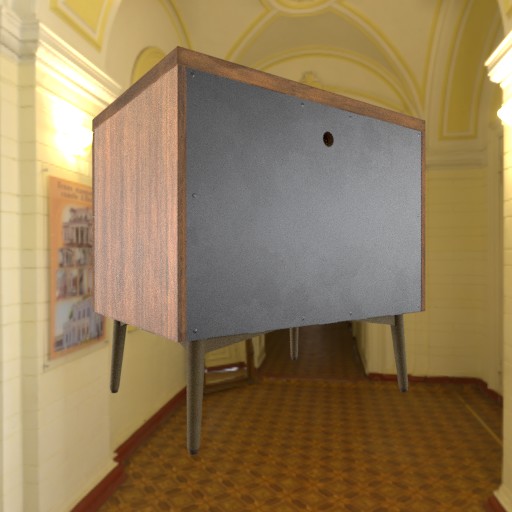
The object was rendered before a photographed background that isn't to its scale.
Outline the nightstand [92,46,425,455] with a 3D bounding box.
[{"bbox_3d":[0.000,0.000,1.005,0.610,0.610,0.458,0,0,-36],"label":"nightstand"}]
